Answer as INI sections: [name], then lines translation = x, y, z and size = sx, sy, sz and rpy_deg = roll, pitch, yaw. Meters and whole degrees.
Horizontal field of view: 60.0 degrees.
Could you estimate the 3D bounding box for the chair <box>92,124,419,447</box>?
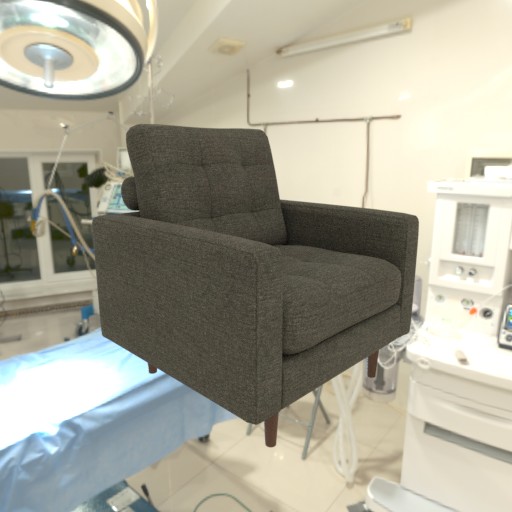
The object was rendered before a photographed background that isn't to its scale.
[chair]
translation = 0.000, 0.000, 1.539
size = 0.843, 0.880, 0.821
rpy_deg = 13, 18, 43
